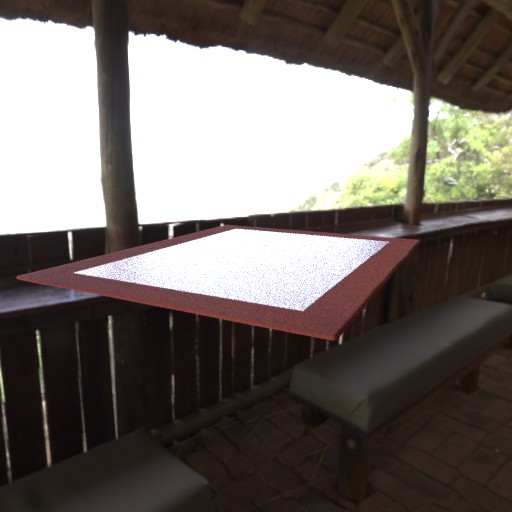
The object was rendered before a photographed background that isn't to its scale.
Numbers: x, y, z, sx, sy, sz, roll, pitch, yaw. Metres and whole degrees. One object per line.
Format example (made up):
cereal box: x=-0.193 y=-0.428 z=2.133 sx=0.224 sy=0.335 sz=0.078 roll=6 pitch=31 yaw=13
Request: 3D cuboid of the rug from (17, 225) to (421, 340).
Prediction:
rug: x=0.000 y=0.000 z=3.964 sx=2.430 sy=0.018 sz=2.976 roll=6 pitch=14 yaw=27
